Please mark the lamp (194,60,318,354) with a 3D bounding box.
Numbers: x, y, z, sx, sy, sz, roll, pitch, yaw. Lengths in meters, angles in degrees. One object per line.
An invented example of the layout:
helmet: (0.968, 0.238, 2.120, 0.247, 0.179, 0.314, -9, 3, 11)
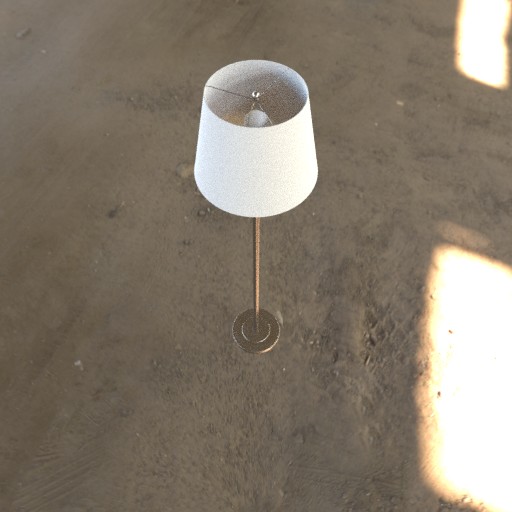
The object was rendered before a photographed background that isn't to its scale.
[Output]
lamp: (0.000, 0.000, 1.683, 0.355, 1.473, 0.355, 0, 58, 0)
